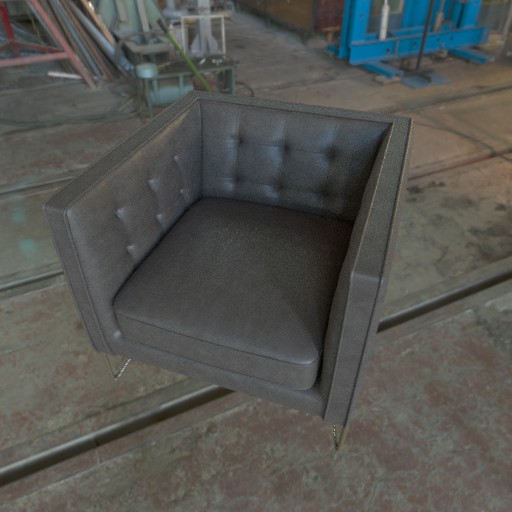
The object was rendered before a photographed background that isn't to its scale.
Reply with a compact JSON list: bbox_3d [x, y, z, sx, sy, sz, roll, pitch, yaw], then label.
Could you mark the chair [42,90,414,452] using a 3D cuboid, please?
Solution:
[{"bbox_3d":[0.000,0.000,1.553,0.880,0.790,0.894,12,41,15],"label":"chair"}]
